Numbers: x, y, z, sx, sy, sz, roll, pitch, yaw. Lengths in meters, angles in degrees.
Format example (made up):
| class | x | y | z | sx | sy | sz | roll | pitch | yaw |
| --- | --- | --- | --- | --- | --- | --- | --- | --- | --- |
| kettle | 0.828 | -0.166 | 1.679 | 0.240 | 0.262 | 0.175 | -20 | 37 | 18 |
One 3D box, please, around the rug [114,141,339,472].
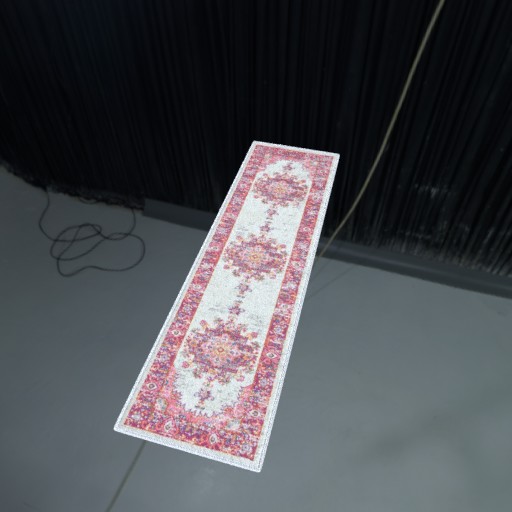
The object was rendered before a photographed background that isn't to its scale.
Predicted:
| class | x | y | z | sx | sy | sz | roll | pitch | yaw |
| --- | --- | --- | --- | --- | --- | --- | --- | --- | --- |
| rug | 0.000 | 0.000 | 2.608 | 0.666 | 0.011 | 2.294 | 11 | 49 | 10 |
